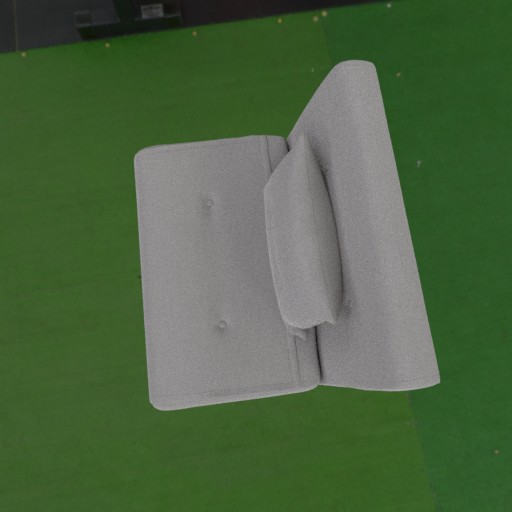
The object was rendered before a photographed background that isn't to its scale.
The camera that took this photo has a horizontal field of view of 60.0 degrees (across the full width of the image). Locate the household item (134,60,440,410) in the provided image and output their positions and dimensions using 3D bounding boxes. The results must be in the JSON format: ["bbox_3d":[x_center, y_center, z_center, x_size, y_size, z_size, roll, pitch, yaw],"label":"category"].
[{"bbox_3d":[0.000,0.000,1.616,0.874,0.800,1.000,-7,77,-2],"label":"household item"}]
